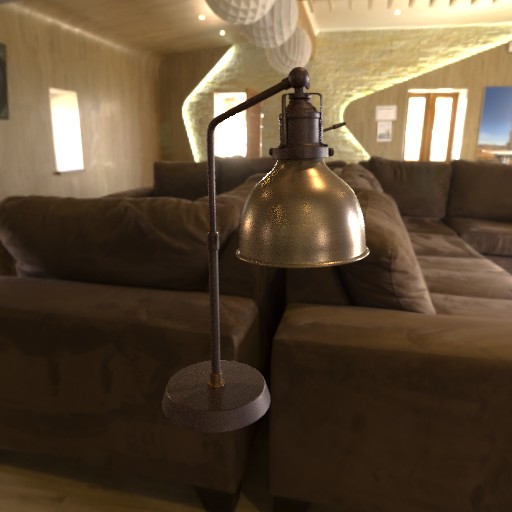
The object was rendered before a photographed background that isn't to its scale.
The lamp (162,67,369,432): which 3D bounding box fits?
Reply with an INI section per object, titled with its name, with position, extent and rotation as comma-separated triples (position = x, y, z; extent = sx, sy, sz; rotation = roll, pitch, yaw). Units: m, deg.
[lamp]
position = 0.000, 0.000, 0.600
extent = 0.298, 0.469, 0.175
rotation = 7, 16, 27
